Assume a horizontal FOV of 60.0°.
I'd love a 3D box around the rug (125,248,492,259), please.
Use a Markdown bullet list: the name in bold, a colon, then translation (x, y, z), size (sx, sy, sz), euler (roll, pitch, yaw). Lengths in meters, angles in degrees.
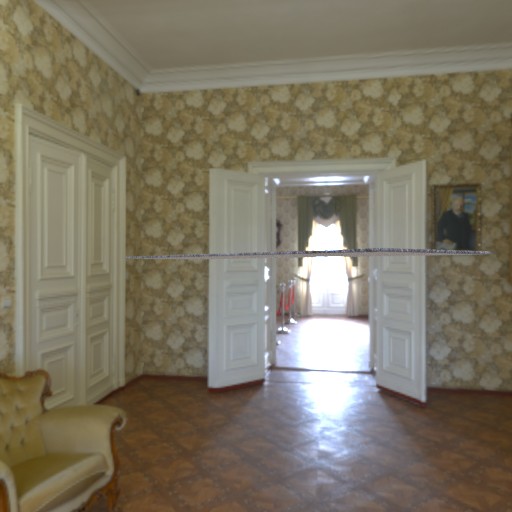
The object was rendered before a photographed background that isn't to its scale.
- **rug**: translation (0.000, 0.000, 2.528), size (0.719, 0.013, 2.305), euler (1, -1, -37)
